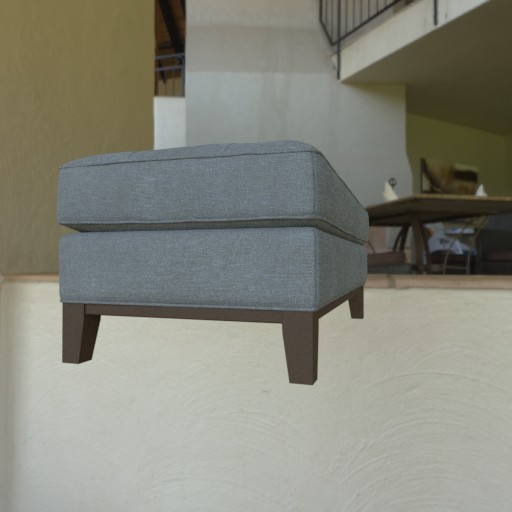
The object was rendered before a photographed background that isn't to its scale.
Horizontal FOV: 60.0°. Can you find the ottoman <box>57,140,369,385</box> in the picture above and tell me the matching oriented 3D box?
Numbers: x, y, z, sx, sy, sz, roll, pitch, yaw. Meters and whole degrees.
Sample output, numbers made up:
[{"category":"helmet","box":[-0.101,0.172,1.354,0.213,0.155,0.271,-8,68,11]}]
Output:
[{"category":"ottoman","box":[0.000,0.000,1.465,0.648,0.514,1.143,0,-1,19]}]
